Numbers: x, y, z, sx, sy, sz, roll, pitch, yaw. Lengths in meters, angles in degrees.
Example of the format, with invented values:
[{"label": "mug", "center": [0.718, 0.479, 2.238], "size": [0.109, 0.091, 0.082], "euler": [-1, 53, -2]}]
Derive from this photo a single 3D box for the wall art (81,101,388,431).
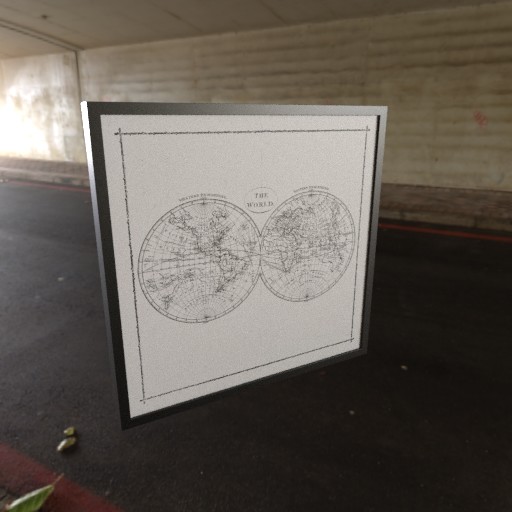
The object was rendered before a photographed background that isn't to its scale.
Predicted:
[{"label": "wall art", "center": [0.000, 0.000, 0.492], "size": [0.327, 0.318, 0.029], "euler": [-9, 20, -27]}]
